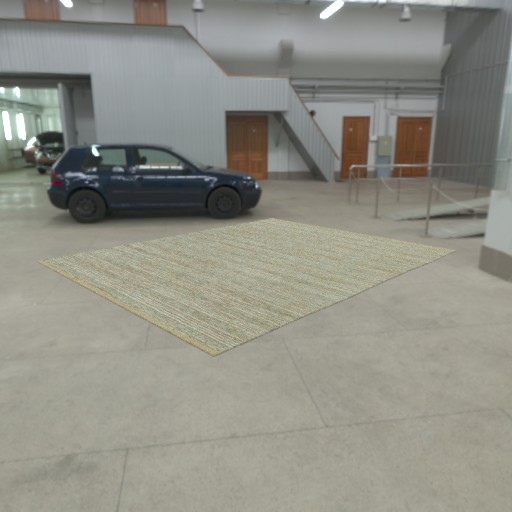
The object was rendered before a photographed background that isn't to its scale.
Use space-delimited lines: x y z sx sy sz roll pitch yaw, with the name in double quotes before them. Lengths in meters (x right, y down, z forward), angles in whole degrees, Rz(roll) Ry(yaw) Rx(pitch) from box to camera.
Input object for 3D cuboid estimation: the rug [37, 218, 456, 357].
"rug" 0.000 0.000 4.113 3.034 0.012 2.471 -15 21 -43
